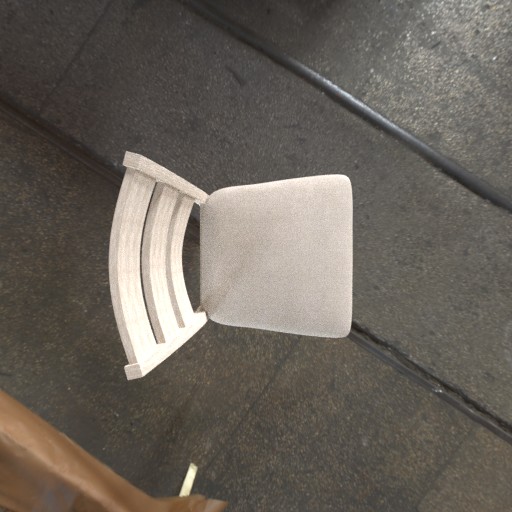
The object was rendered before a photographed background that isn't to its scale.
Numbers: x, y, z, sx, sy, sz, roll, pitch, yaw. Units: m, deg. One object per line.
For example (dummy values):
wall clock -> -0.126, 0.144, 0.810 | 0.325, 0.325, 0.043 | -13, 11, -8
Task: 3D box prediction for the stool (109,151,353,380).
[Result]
stool -> 0.000, 0.000, 1.368 | 0.569, 1.032, 0.484 | 0, 91, 1
